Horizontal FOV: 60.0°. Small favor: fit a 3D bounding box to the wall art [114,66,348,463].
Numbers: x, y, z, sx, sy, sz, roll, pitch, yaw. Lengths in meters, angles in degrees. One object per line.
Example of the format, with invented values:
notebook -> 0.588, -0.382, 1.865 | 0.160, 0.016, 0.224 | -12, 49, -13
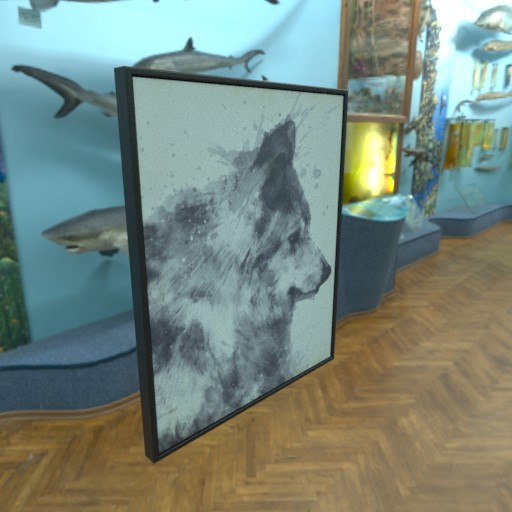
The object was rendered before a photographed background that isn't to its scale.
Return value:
wall art -> 0.000, 0.000, 0.748 | 0.451, 0.551, 0.028 | -15, 22, -42
